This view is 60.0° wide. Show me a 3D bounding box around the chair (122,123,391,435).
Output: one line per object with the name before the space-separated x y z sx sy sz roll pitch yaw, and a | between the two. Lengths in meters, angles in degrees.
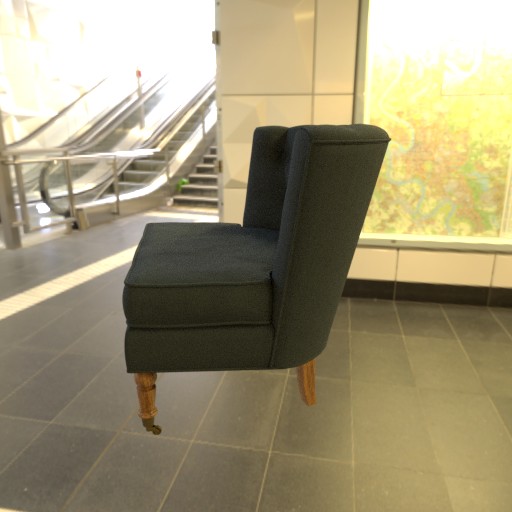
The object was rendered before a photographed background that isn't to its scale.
chair | 0.000 0.000 1.352 0.718 0.771 0.740 -2 16 -8
